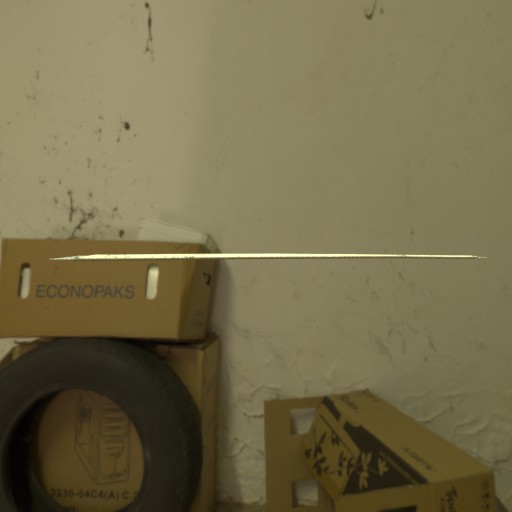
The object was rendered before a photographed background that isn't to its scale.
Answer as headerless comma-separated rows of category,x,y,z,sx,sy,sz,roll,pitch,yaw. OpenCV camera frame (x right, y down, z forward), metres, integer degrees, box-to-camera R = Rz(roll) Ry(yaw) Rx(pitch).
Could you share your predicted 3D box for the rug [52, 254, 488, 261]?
rug,0.000,0.000,3.873,3.027,0.028,2.125,0,1,-18
